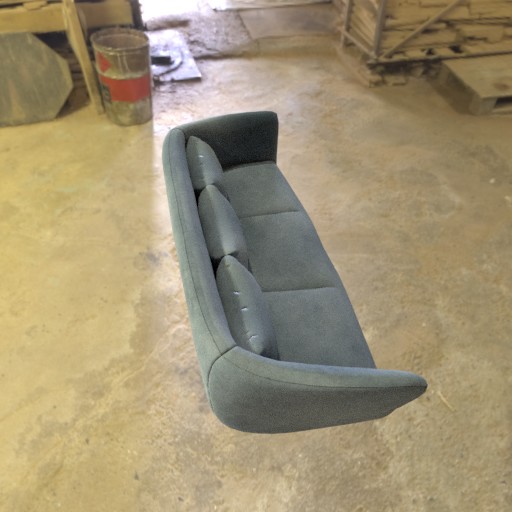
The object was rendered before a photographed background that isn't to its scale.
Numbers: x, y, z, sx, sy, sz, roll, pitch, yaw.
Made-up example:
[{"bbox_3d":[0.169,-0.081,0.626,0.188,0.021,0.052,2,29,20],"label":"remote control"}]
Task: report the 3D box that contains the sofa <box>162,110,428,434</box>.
[{"bbox_3d":[0.000,0.000,2.468,0.849,0.795,2.095,-10,47,-10],"label":"sofa"}]
